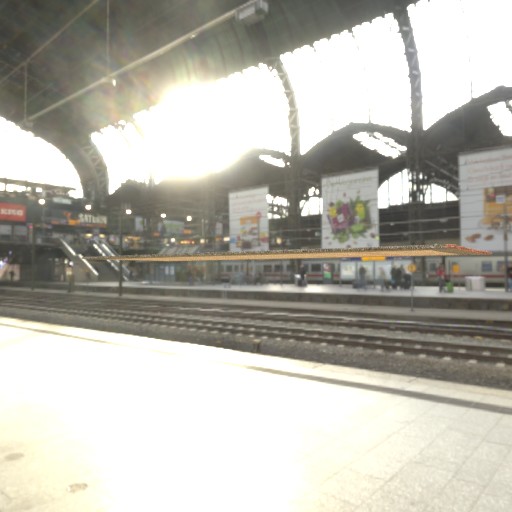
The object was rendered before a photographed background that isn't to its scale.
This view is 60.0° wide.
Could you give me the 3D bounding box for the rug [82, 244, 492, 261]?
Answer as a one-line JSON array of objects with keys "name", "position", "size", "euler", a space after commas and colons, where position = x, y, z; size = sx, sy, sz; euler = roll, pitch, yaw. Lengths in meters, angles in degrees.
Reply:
[{"name": "rug", "position": [0.000, 0.000, 2.662], "size": [2.413, 0.016, 0.810], "euler": [-2, -3, 37]}]
